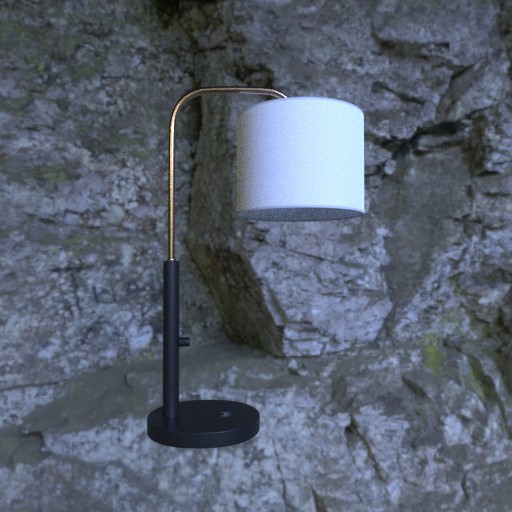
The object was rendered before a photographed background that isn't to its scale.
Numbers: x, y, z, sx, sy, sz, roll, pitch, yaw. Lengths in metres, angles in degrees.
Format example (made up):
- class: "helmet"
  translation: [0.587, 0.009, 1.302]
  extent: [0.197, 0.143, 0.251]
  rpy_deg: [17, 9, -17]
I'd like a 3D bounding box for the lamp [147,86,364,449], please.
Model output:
- class: "lamp"
  translation: [0.000, 0.000, 0.701]
  extent: [0.337, 0.540, 0.199]
  rpy_deg: [0, -1, -1]
